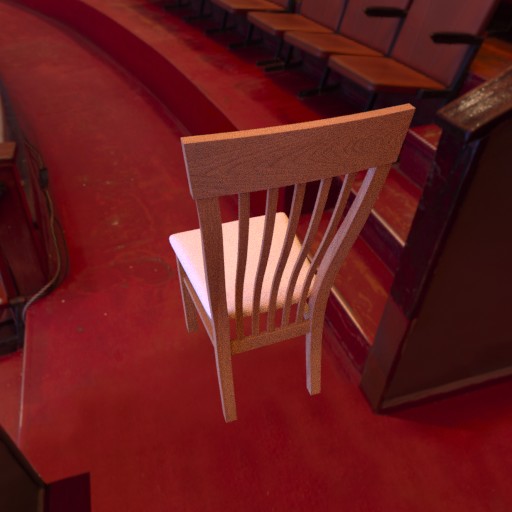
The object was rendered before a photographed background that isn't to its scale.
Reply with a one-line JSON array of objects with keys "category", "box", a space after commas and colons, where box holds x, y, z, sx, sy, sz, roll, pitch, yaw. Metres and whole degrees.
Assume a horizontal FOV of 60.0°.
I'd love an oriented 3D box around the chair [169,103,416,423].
[{"category": "chair", "box": [0.000, 0.000, 1.323, 0.450, 1.050, 0.580, -13, 42, -15]}]
